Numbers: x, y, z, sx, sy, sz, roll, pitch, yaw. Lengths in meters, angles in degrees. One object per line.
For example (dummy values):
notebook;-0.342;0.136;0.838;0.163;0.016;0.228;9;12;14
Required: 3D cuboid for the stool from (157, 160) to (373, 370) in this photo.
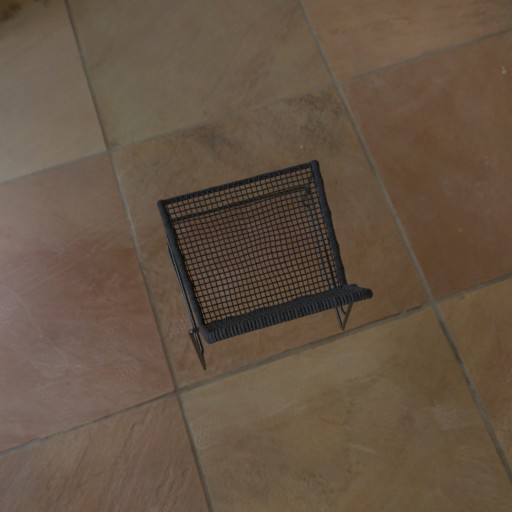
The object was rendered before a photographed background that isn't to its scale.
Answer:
stool;0.000;0.000;1.263;0.590;0.905;0.509;-15;76;-4
